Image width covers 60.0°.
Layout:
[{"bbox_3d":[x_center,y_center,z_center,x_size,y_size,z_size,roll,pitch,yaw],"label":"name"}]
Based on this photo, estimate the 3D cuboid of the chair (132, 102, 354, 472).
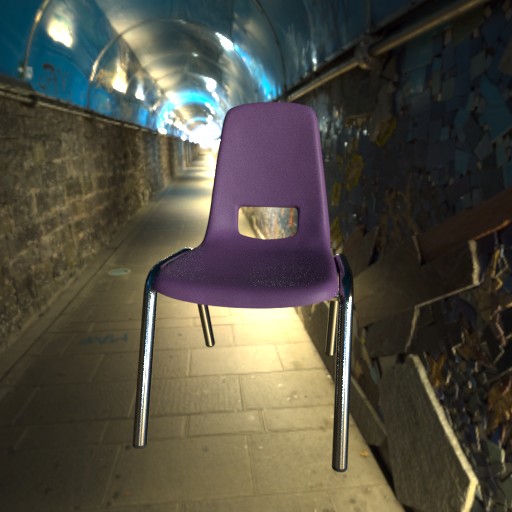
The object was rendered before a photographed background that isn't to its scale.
[{"bbox_3d":[0.000,0.000,0.840,0.356,0.584,0.419,2,15,9],"label":"chair"}]
